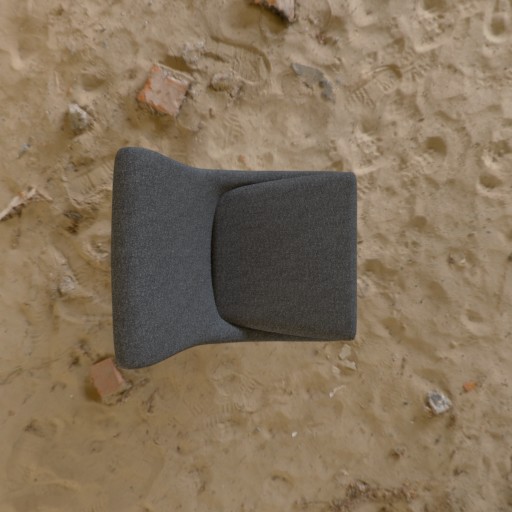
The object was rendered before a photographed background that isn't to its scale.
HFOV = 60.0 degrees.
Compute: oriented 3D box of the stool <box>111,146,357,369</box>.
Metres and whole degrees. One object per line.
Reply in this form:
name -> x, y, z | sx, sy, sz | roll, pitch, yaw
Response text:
stool -> 0.000, 0.000, 1.386 | 0.572, 1.068, 0.489 | 0, 91, 0
